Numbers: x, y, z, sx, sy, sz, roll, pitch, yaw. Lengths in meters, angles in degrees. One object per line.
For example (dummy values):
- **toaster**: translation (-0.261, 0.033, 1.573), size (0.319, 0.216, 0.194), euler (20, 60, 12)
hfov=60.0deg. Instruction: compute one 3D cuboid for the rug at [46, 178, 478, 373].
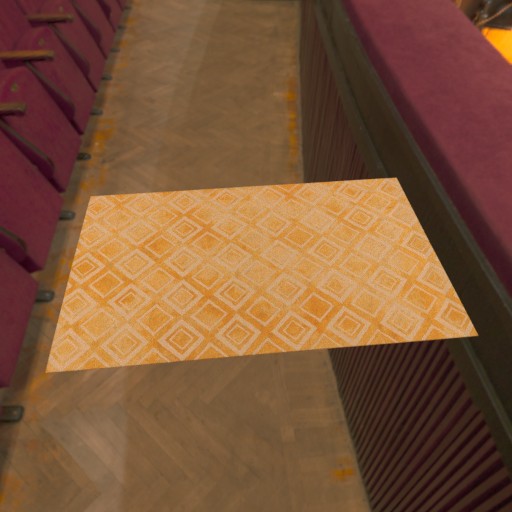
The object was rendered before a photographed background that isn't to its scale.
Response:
- **rug**: translation (0.000, 0.000, 2.978), size (2.424, 0.010, 1.511), euler (-4, 46, -4)
